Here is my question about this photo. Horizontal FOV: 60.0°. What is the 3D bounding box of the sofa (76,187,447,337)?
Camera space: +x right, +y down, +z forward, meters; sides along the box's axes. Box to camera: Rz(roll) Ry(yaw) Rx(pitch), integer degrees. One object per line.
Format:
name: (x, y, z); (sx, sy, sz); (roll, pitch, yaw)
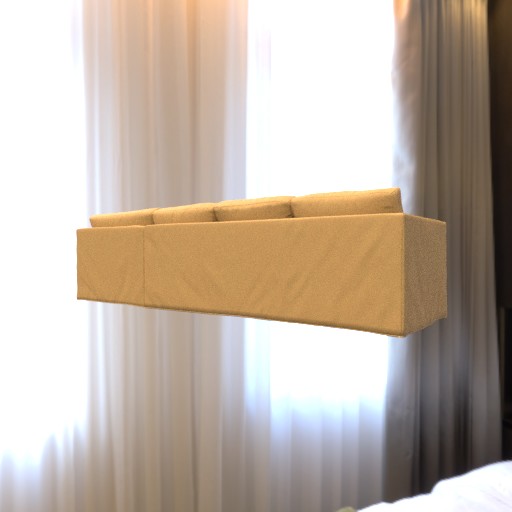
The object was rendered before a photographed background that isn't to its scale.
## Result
sofa: (0.000, 0.000, 3.993); (3.206, 0.871, 1.622); (1, 1, 36)
